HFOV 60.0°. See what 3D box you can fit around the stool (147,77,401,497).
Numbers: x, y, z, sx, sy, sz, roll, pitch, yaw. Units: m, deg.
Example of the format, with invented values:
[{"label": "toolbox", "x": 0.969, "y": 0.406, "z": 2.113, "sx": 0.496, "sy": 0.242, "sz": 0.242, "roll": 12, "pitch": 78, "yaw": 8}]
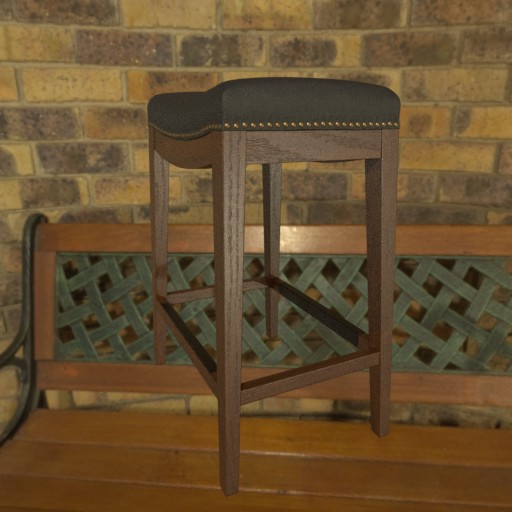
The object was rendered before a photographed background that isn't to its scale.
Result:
[{"label": "stool", "x": 0.000, "y": 0.000, "z": 0.927, "sx": 0.353, "sy": 0.664, "sz": 0.490, "roll": -8, "pitch": 19, "yaw": -25}]
